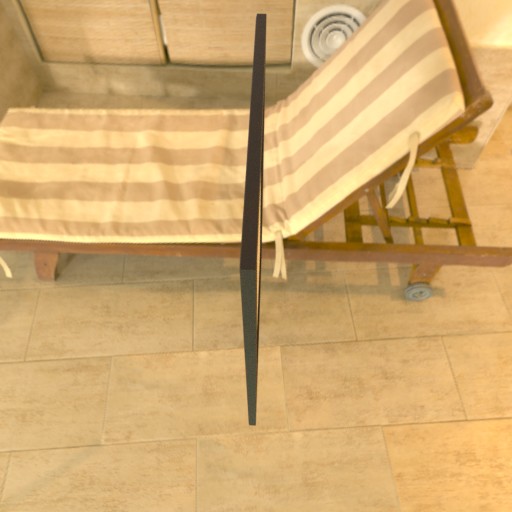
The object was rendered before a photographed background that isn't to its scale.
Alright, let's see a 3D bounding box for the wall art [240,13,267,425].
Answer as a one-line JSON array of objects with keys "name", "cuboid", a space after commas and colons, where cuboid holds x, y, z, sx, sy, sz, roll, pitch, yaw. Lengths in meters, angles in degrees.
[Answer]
[{"name": "wall art", "cuboid": [0.000, 0.000, 0.642, 0.013, 0.508, 0.359, 2, 57, 1]}]
